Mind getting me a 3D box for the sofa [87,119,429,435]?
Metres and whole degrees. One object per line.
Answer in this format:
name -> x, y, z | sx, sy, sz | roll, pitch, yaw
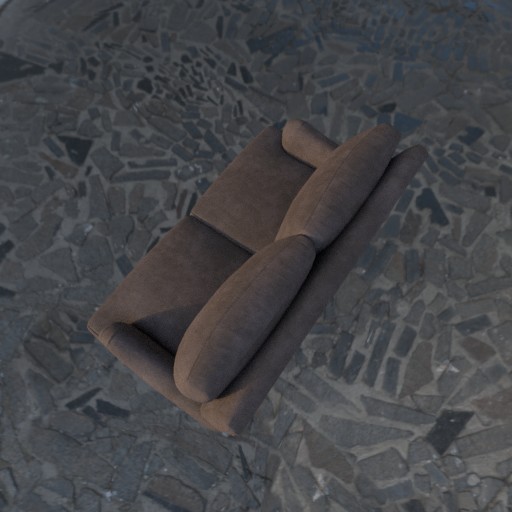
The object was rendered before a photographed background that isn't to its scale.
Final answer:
sofa -> 0.000, 0.000, 2.623 | 1.084, 1.101, 1.853 | 32, 67, 15
